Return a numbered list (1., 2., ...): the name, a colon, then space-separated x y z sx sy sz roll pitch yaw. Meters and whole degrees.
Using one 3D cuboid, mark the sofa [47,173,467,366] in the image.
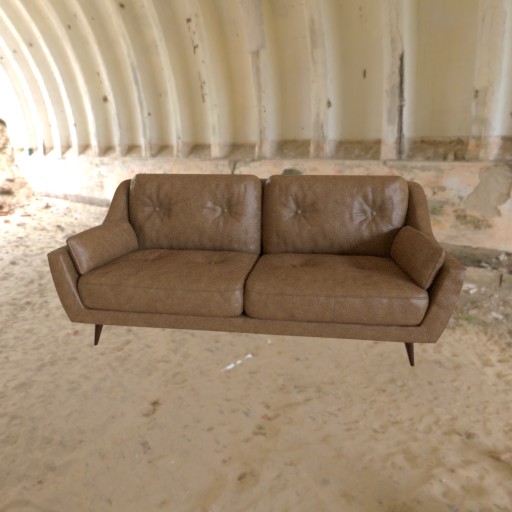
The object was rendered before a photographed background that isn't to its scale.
1. sofa: 0.000 0.000 2.402 1.902 0.839 0.904 2 14 8
